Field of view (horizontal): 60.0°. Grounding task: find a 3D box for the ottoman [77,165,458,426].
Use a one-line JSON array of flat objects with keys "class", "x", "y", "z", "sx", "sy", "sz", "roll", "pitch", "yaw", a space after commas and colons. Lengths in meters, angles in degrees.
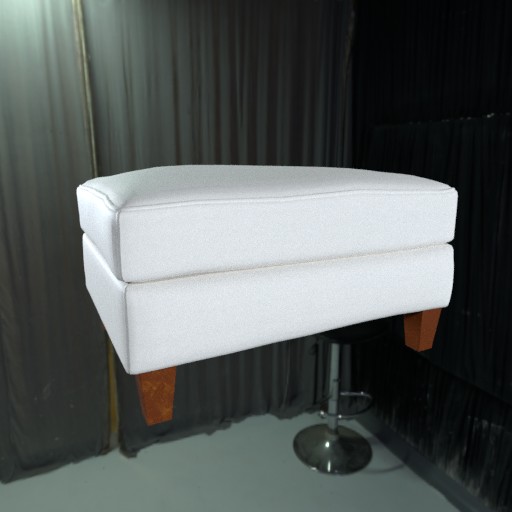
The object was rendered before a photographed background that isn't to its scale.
[{"class": "ottoman", "x": 0.000, "y": 0.000, "z": 1.180, "sx": 0.818, "sy": 0.479, "sz": 0.634, "roll": -7, "pitch": 15, "yaw": -26}]
